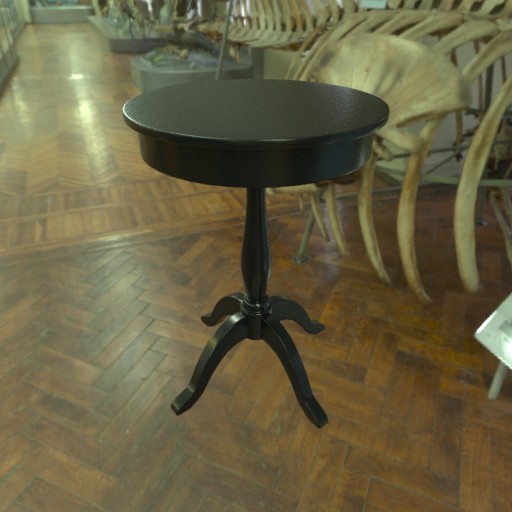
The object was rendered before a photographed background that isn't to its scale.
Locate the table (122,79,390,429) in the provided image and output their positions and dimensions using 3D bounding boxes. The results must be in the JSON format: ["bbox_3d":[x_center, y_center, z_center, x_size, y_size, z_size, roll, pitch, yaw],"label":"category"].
[{"bbox_3d":[0.000,0.000,0.986,0.481,0.665,0.481,0,31,0],"label":"table"}]
